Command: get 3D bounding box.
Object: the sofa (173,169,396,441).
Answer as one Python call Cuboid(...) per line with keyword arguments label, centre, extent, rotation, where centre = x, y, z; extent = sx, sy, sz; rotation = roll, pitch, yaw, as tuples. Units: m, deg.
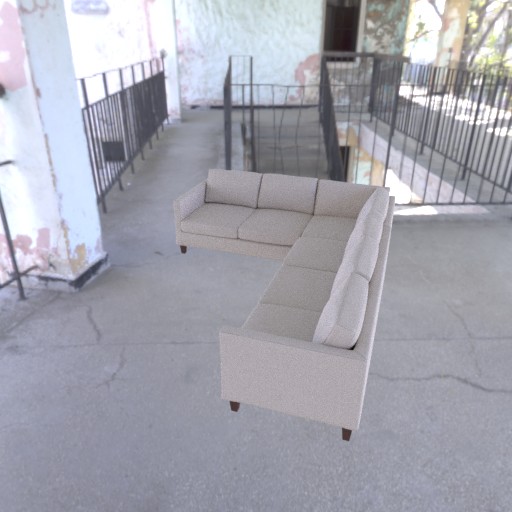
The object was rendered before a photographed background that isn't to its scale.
Cuboid(label="sofa", centre=(0.000, 0.000, 4.329), extent=(2.432, 0.863, 3.182), rotation=(9, 27, 17))
